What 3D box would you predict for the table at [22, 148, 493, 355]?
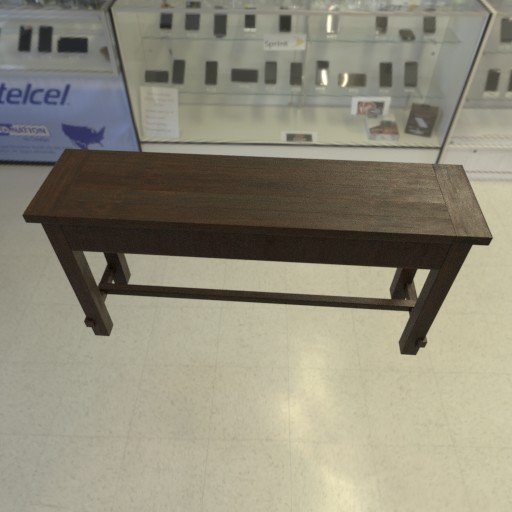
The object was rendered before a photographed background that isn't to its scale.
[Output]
[{"bbox_3d":[0.000,0.000,1.923,1.599,0.762,0.442,3,47,3],"label":"table"}]
